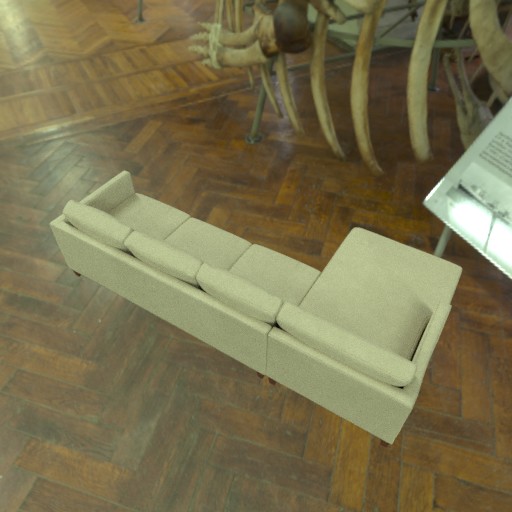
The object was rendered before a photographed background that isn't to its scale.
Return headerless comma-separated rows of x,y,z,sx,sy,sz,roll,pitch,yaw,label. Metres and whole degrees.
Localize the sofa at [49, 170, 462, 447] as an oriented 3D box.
0.000,0.000,3.869,3.186,0.846,1.625,24,51,21,sofa
